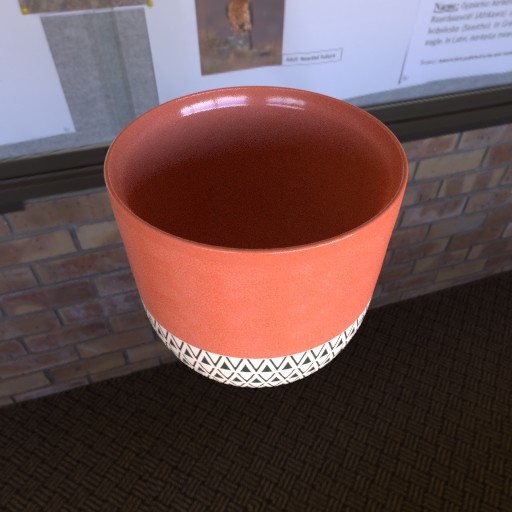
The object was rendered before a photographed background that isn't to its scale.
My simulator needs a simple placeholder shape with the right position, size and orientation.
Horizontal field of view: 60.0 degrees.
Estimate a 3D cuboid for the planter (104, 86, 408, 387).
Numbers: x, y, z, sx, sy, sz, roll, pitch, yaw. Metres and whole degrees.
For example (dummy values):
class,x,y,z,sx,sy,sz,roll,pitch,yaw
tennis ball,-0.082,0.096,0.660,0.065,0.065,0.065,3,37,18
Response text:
class,x,y,z,sx,sy,sz,roll,pitch,yaw
planter,0.000,0.000,0.492,0.266,0.270,0.266,0,45,0
